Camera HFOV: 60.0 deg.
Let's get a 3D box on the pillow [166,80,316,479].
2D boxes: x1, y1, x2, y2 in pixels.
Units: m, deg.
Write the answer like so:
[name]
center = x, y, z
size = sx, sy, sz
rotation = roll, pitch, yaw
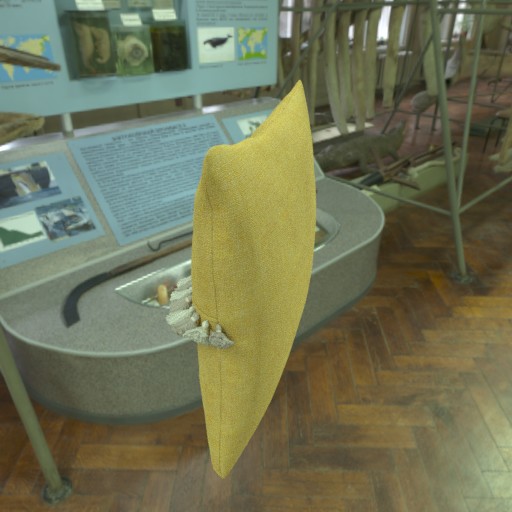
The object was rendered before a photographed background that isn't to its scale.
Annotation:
[pillow]
center = 0.000, 0.000, 0.728
size = 0.167, 0.481, 0.485
rotation = 8, 31, 14
